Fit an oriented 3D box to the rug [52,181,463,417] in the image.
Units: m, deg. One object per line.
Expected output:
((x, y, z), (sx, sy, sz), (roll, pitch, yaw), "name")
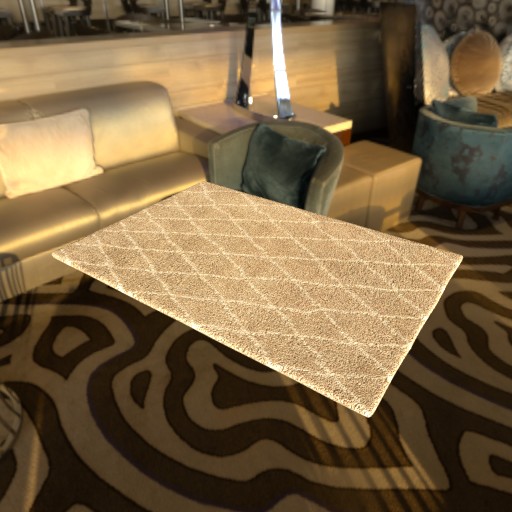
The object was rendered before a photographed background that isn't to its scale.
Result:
((0.000, 0.000, 2.315), (1.778, 0.030, 1.219), (20, 37, 29), "rug")
